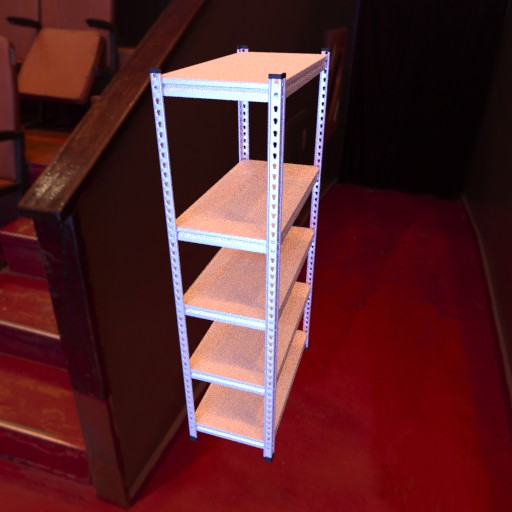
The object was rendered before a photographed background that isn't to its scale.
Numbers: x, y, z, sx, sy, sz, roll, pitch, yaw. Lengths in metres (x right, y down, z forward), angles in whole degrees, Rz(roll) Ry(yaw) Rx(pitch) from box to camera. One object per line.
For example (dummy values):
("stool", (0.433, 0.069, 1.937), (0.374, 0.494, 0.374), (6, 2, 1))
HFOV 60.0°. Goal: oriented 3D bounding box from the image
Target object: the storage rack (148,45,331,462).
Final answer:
("storage rack", (0.000, 0.000, 2.218), (0.457, 1.829, 0.914), (9, 31, 15))
